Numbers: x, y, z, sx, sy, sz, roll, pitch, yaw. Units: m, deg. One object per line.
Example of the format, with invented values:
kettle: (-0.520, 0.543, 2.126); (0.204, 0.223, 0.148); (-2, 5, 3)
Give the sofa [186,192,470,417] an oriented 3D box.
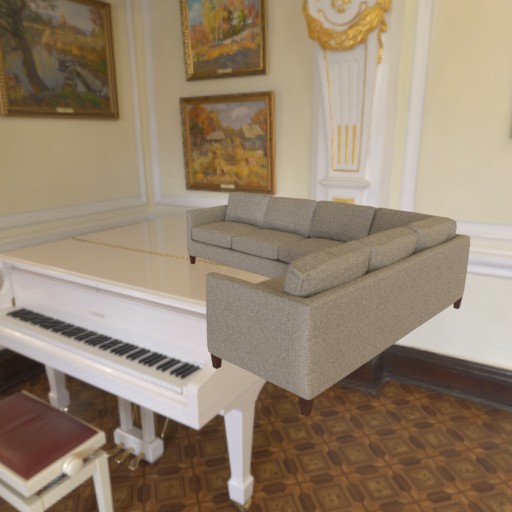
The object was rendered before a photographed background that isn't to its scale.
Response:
sofa: (0.000, 0.000, 4.502); (3.302, 0.947, 2.593); (14, 20, 42)
